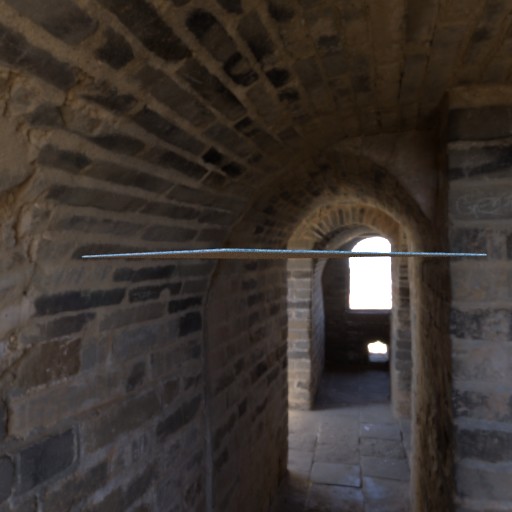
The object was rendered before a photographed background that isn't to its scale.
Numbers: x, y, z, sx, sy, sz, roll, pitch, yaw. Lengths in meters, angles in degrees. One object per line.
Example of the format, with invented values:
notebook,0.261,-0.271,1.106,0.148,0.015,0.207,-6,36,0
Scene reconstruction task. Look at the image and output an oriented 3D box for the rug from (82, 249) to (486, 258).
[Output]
rug,0.000,0.000,4.156,2.441,0.016,3.050,1,-1,-34
